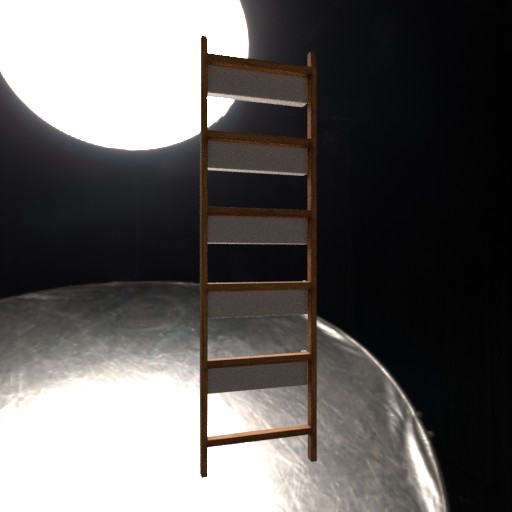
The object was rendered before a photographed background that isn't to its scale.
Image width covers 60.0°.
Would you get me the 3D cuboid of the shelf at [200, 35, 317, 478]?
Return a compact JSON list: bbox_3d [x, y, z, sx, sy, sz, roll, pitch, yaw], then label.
[{"bbox_3d":[0.000,0.000,1.731,0.454,1.600,0.141,0,0,-17],"label":"shelf"}]
